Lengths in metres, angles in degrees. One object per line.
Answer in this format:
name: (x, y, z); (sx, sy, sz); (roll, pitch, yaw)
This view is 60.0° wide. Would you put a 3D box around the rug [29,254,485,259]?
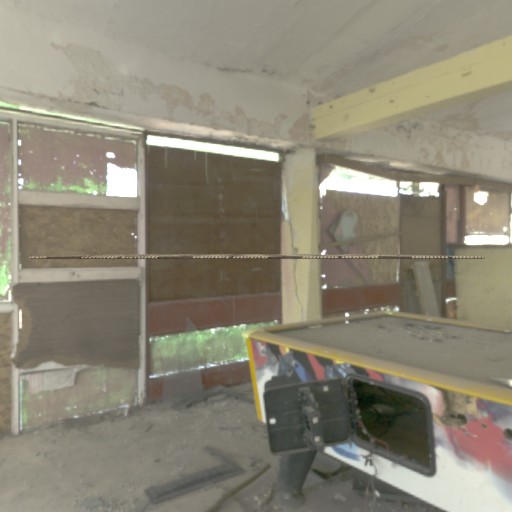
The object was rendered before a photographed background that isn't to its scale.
rug: (0.000, 0.000, 4.158); (3.048, 0.016, 2.438); (0, 1, -1)
